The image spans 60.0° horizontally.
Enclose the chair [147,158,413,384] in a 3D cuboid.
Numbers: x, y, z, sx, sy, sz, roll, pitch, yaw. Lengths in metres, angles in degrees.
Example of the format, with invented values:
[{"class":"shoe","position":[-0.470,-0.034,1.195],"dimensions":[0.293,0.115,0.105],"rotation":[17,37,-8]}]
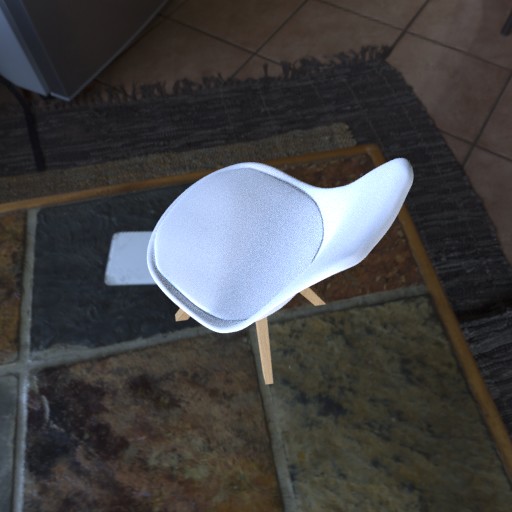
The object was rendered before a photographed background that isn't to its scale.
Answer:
[{"class":"chair","position":[0.000,0.000,1.172],"dimensions":[0.550,0.849,0.485],"rotation":[31,67,15]}]
